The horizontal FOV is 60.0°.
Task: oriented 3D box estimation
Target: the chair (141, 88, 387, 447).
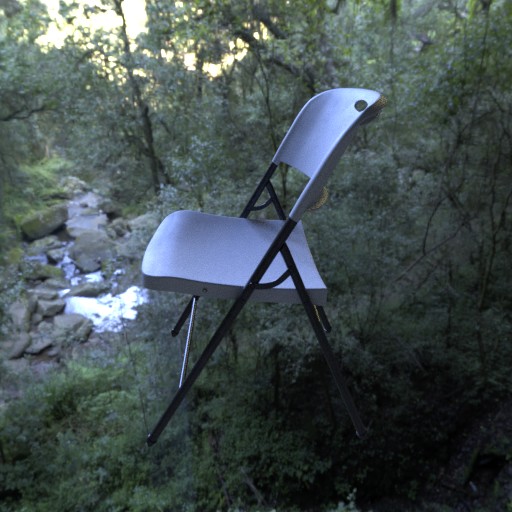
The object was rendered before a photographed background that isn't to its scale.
[{"bbox_3d":[0.000,0.000,1.160,0.566,0.810,0.494,-1,25,-2],"label":"chair"}]
